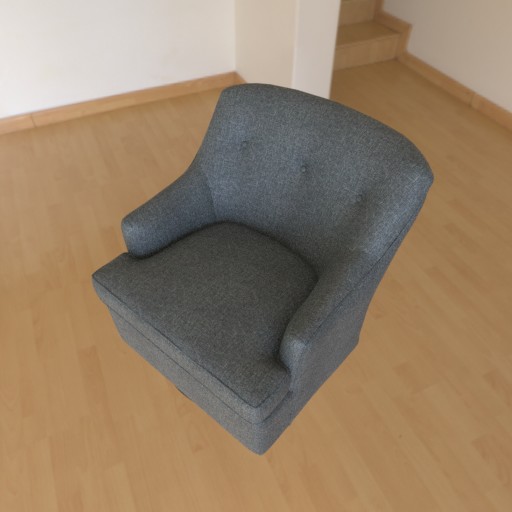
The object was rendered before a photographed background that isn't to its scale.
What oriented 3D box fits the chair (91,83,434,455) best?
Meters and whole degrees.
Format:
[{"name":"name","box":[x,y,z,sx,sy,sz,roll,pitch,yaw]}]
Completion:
[{"name":"chair","box":[0.000,0.000,1.609,0.864,0.856,0.923,31,54,26]}]
